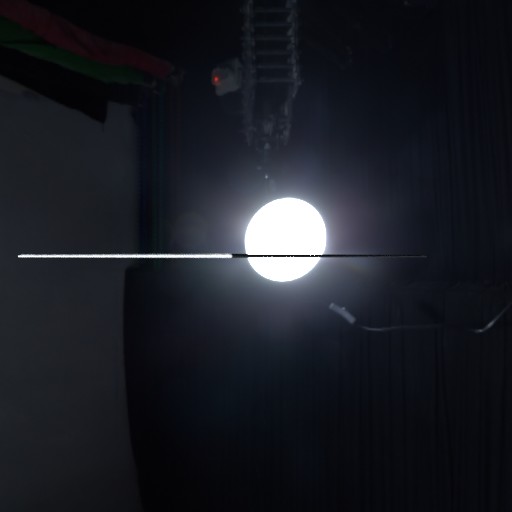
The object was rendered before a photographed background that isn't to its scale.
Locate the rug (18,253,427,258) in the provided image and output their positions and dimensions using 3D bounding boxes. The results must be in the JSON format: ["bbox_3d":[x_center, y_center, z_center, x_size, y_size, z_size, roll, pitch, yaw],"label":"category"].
[{"bbox_3d":[0.000,0.000,3.440,1.819,0.018,2.746,0,0,37],"label":"rug"}]
